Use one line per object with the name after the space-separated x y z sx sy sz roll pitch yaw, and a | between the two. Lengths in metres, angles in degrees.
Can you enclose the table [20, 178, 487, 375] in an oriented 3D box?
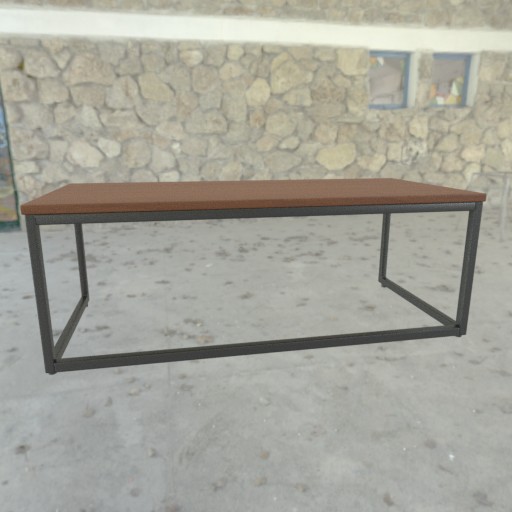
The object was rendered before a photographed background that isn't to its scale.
0.000 0.000 1.311 1.100 0.400 0.500 -3 15 -11 | table
